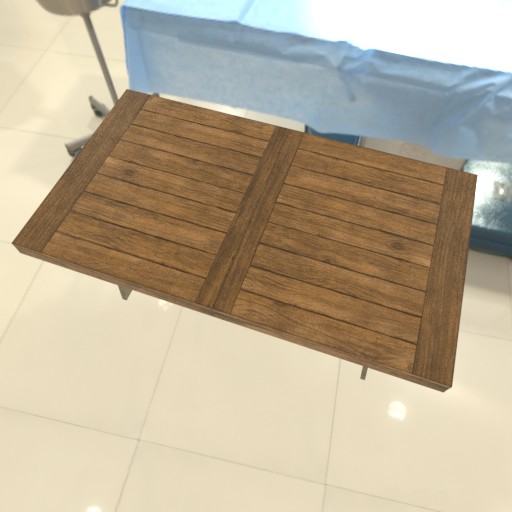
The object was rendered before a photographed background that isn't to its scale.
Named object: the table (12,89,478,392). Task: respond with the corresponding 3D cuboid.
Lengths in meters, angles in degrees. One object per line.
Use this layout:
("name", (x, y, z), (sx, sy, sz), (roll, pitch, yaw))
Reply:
("table", (0.000, 0.000, 2.094), (1.641, 0.757, 0.931), (17, 61, 10))
